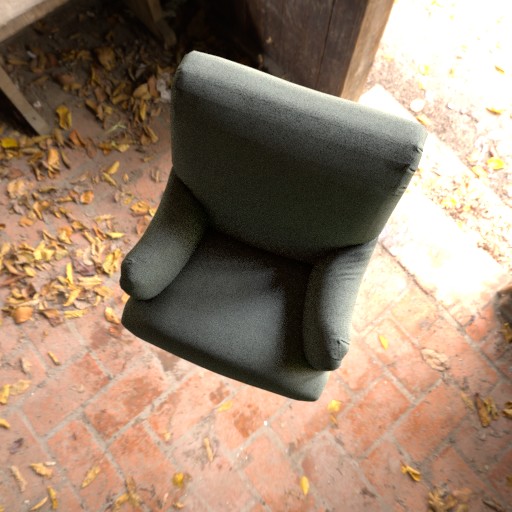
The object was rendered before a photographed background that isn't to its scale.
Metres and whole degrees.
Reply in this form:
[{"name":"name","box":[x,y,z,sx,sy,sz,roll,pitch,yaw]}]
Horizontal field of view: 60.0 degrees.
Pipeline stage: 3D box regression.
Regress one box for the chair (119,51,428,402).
[{"name":"chair","box":[0.000,0.000,1.959,0.964,1.178,1.060,20,75,5]}]
